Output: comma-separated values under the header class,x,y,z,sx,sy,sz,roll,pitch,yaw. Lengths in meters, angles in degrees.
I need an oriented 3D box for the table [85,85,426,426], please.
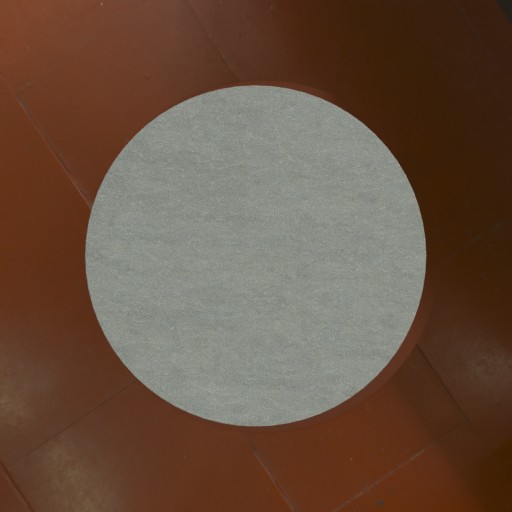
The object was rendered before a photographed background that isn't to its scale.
class,x,y,z,sx,sy,sz,roll,pitch,yaw
table,0.000,0.000,1.390,0.889,0.470,0.889,0,90,1
